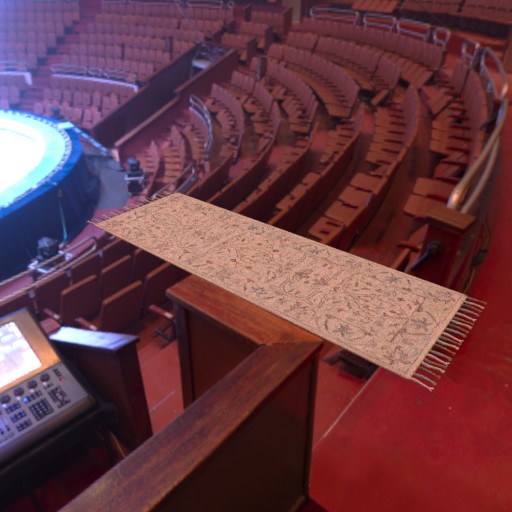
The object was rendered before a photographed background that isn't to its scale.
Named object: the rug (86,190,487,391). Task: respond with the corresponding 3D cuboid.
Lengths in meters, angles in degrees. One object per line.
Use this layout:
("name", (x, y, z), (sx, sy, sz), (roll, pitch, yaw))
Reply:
("rug", (0.000, 0.000, 2.683), (2.440, 0.013, 0.769), (22, 37, 33))
